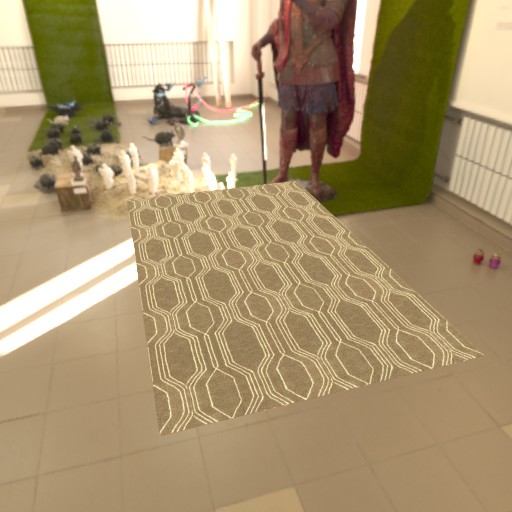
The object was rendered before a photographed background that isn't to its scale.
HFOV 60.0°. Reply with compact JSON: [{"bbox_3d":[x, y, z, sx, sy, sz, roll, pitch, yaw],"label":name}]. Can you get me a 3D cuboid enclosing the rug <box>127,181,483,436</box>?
[{"bbox_3d":[0.000,0.000,2.947,1.541,0.012,2.457,-9,31,-15],"label":"rug"}]
